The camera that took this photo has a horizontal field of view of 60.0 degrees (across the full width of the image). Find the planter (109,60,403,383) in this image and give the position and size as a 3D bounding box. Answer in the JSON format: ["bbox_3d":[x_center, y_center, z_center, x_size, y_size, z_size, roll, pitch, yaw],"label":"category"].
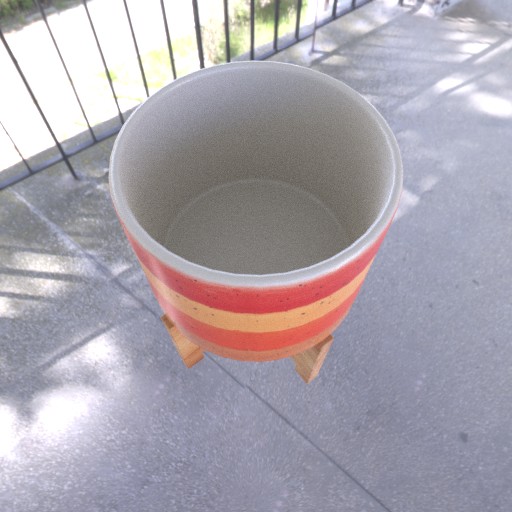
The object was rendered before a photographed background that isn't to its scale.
[{"bbox_3d":[0.000,0.000,0.403,0.199,0.268,0.199,0,60,0],"label":"planter"}]
